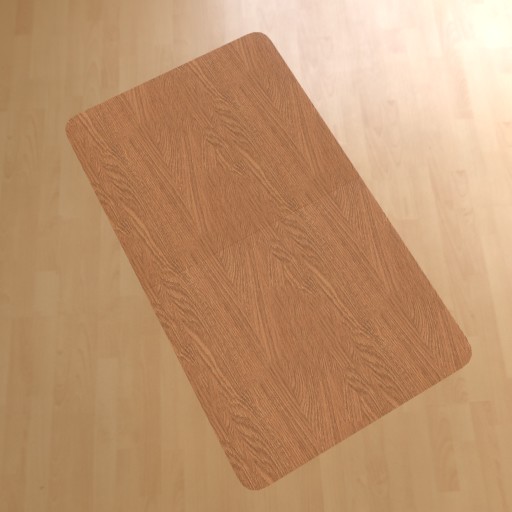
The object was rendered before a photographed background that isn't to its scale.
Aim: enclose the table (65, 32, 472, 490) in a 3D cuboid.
[{"bbox_3d":[0.000,0.000,2.078,0.950,0.770,1.600,-28,78,-7],"label":"table"}]
